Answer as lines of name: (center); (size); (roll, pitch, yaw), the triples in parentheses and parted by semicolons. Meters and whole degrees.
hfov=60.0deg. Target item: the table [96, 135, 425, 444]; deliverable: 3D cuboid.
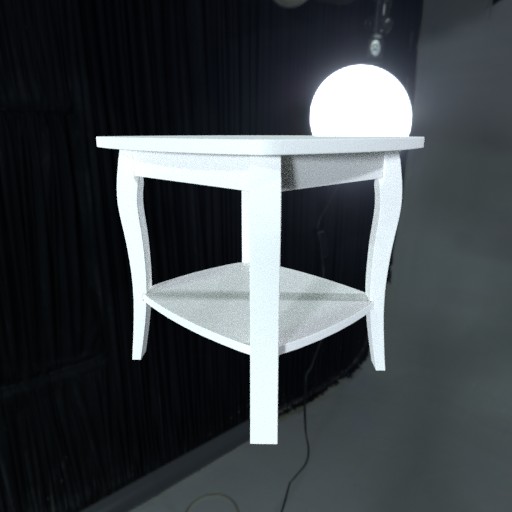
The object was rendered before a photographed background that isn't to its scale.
table: (0.000, 0.000, 0.839); (0.451, 0.438, 0.502); (-15, 21, -42)
